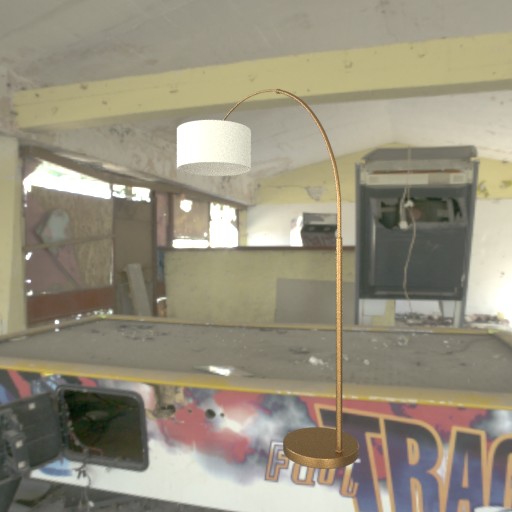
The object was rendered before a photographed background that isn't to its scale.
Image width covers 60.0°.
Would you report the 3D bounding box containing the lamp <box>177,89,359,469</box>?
[{"bbox_3d":[0.000,0.000,2.614,0.493,1.927,1.434,0,0,-37],"label":"lamp"}]
